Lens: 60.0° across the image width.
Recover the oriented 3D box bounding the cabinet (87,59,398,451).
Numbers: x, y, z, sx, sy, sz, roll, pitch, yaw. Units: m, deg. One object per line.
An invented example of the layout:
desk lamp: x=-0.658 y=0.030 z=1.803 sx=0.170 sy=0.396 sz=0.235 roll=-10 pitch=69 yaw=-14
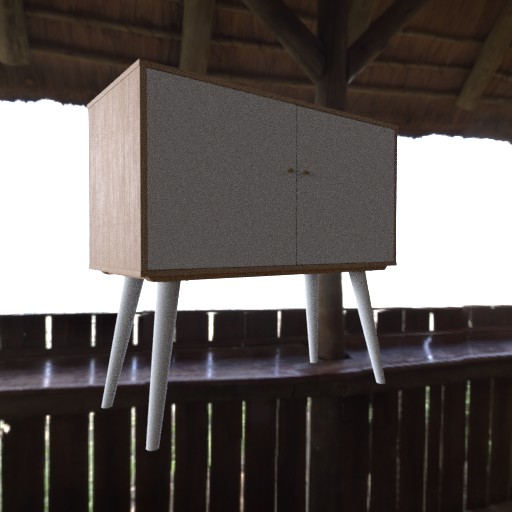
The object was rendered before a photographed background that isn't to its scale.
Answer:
cabinet: x=0.000 y=0.000 z=1.618 sx=1.057 sy=1.016 sz=0.470 roll=-1 pitch=2 yaw=-36
